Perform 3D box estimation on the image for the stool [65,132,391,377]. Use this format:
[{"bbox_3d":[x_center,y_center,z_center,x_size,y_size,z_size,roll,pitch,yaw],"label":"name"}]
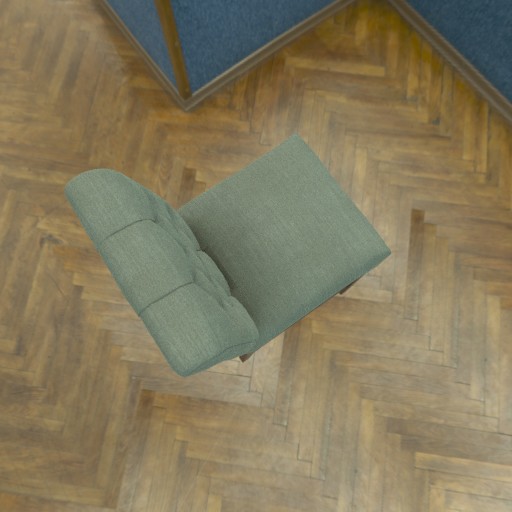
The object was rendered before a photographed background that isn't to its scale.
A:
[{"bbox_3d":[0.000,0.000,1.396,0.660,1.084,0.486,-34,78,-8],"label":"stool"}]
